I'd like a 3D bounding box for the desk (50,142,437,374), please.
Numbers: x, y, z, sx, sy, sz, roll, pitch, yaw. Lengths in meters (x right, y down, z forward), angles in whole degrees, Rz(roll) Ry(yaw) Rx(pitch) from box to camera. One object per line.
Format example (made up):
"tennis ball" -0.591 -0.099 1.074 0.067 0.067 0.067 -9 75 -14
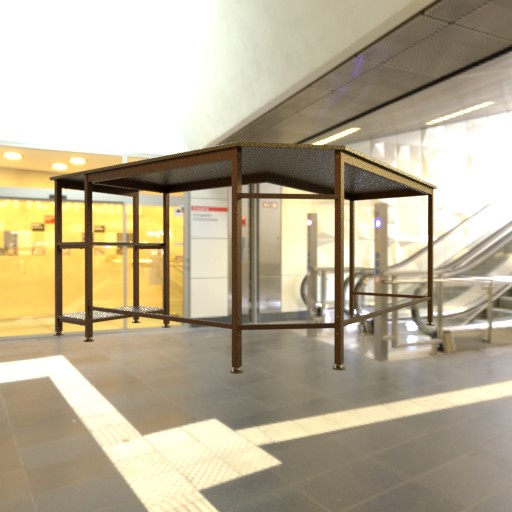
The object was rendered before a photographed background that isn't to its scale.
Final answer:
"desk" 0.000 0.000 2.219 1.379 0.739 1.379 0 1 37
